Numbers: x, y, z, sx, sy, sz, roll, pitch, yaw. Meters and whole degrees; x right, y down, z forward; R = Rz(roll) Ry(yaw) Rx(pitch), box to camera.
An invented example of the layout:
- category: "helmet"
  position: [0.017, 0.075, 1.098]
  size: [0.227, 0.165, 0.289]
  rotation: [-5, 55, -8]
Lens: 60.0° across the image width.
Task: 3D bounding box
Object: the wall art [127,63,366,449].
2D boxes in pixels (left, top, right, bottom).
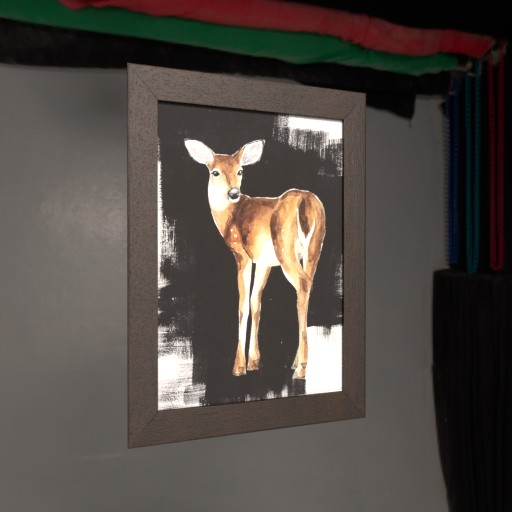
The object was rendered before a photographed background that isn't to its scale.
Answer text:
- category: "wall art"
  position: [0.000, 0.000, 0.644]
  size: [0.359, 0.508, 0.013]
  rotation: [0, 0, -18]
